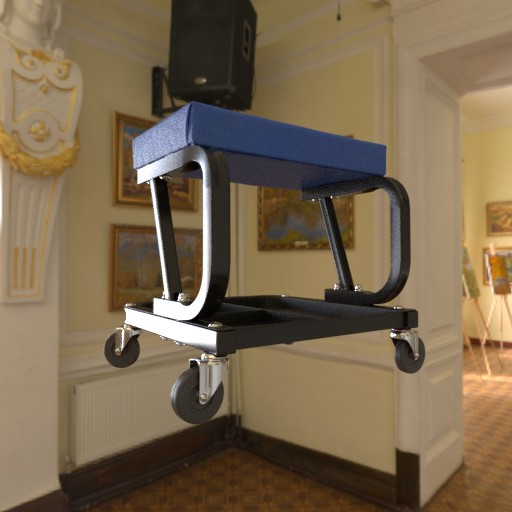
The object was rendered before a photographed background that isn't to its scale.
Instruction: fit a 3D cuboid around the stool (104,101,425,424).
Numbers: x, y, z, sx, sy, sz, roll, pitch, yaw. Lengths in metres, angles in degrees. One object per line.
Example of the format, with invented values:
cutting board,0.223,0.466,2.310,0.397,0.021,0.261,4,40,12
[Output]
stool,0.000,0.000,0.744,0.446,0.380,0.371,0,-1,-35
